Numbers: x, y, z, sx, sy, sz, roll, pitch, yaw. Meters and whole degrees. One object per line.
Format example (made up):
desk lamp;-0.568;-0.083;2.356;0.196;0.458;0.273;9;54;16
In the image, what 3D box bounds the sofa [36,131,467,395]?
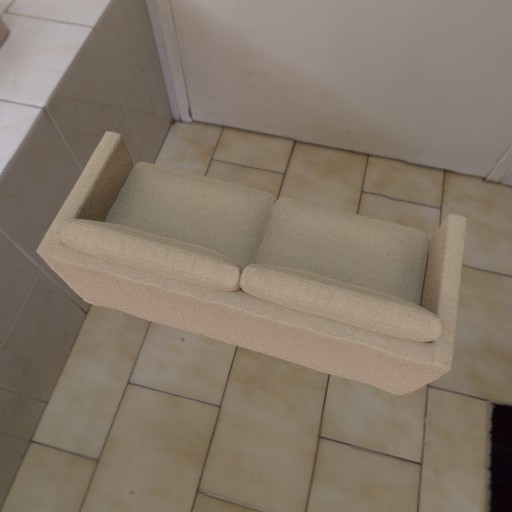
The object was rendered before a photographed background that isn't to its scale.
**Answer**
sofa;0.000;0.000;2.764;2.312;0.853;0.962;15;64;7
